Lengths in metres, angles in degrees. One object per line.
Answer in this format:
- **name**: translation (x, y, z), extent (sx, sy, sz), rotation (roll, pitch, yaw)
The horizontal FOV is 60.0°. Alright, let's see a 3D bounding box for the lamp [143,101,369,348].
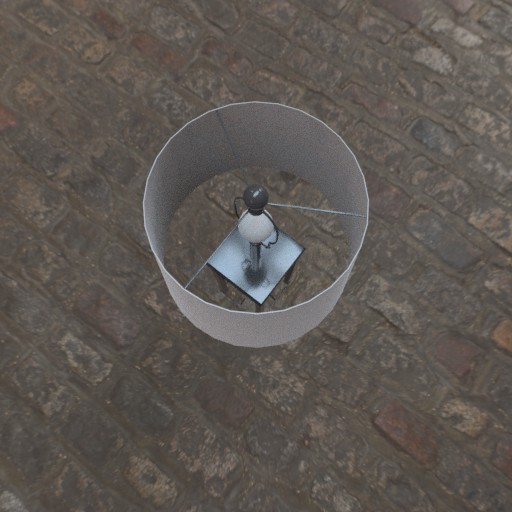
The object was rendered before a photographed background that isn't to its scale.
- **lamp**: translation (0.000, 0.000, 0.783), extent (0.320, 0.591, 0.320), rotation (0, 76, 0)
